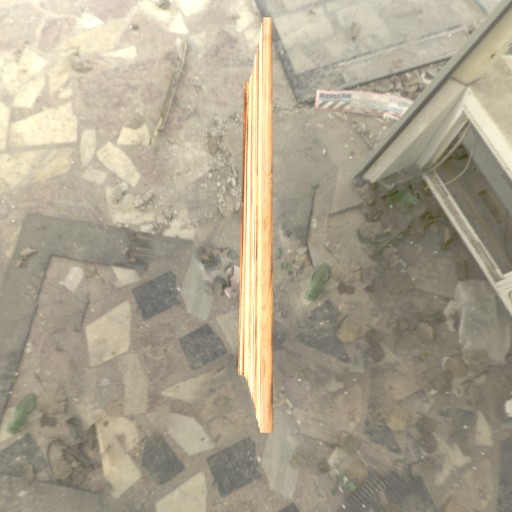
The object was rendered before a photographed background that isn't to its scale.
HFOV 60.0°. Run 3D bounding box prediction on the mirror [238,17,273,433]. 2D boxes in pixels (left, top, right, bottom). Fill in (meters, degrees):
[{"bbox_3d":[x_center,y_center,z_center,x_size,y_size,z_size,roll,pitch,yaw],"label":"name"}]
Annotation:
[{"bbox_3d":[0.000,0.000,1.199,0.061,0.804,0.804,0,75,0],"label":"mirror"}]
